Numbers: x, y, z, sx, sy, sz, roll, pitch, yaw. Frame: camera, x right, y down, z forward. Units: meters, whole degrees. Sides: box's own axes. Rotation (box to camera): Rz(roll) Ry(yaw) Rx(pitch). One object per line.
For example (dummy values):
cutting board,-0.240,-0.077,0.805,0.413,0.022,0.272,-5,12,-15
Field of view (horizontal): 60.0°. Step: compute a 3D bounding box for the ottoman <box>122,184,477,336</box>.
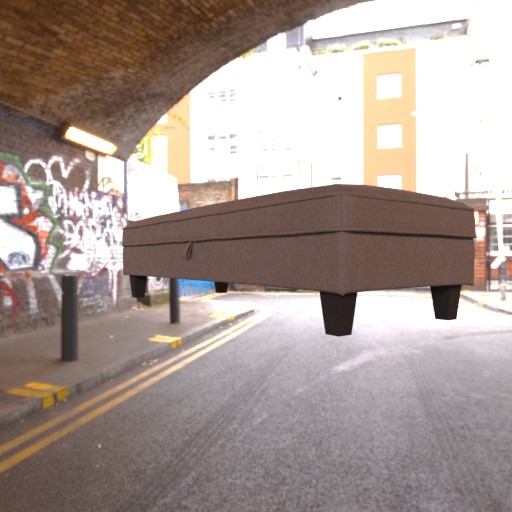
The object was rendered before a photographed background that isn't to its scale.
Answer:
ottoman,0.000,0.000,2.089,0.751,0.470,1.764,0,0,-36
